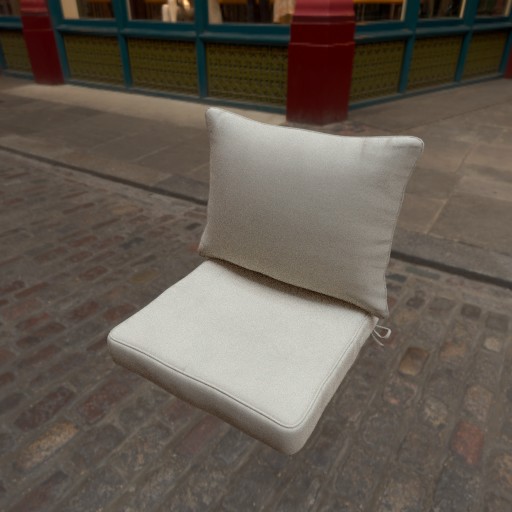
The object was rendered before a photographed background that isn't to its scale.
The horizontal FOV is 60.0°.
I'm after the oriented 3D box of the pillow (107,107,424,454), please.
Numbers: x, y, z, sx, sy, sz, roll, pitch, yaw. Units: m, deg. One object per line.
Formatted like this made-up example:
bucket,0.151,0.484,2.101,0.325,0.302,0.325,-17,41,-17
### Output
pillow,0.000,0.000,1.384,0.798,0.716,0.733,18,36,27
